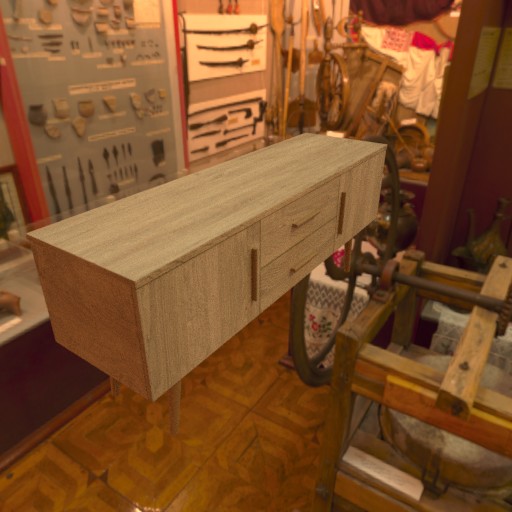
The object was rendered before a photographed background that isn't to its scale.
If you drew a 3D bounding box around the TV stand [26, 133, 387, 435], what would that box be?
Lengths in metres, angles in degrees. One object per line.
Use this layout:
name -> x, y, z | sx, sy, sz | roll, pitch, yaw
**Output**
TV stand -> 0.000, 0.000, 1.541 | 0.401, 0.565, 1.313 | 18, 33, 31
